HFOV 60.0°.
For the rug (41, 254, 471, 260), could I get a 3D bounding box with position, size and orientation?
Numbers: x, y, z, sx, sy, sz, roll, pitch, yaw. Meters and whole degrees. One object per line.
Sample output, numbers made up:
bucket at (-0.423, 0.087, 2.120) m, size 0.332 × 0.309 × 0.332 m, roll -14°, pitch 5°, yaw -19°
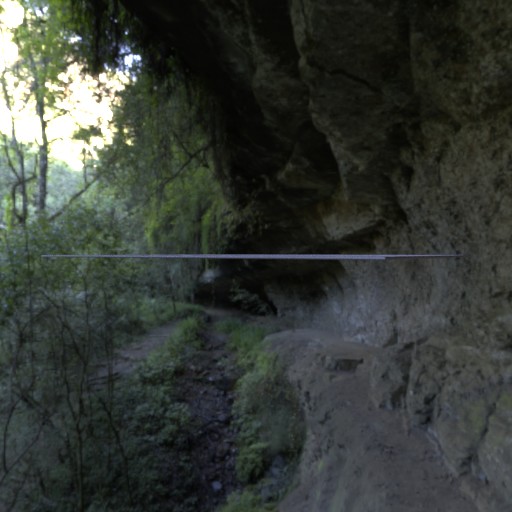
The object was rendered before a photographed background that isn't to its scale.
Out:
rug at (0.000, 0.000, 2.847) m, size 2.260 × 0.013 × 1.600 m, roll 0°, pitch 0°, yaw 36°
